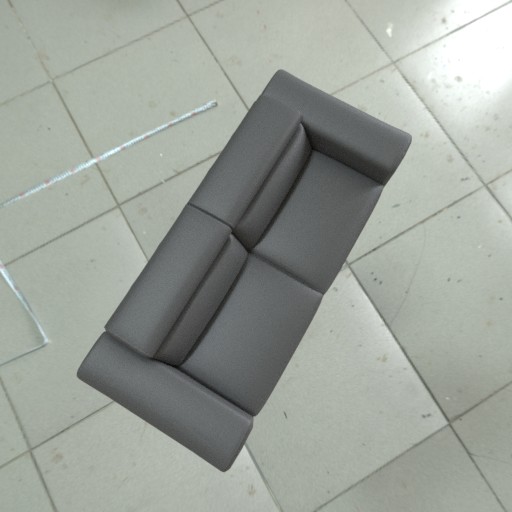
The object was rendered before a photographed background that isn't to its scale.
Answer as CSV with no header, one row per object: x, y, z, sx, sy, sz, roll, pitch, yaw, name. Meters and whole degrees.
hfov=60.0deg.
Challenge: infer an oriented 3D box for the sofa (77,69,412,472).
0.000,0.000,2.839,1.023,0.759,2.321,30,78,7,sofa
